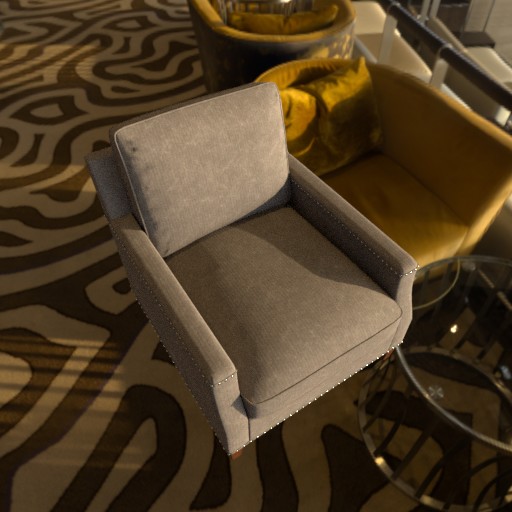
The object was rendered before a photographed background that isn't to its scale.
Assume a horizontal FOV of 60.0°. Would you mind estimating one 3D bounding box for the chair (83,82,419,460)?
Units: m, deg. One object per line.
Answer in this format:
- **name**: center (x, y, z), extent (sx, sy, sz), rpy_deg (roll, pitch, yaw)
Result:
- **chair**: center (0.000, 0.000, 1.711), extent (0.853, 0.948, 1.014), rpy_deg (-26, 53, -22)
